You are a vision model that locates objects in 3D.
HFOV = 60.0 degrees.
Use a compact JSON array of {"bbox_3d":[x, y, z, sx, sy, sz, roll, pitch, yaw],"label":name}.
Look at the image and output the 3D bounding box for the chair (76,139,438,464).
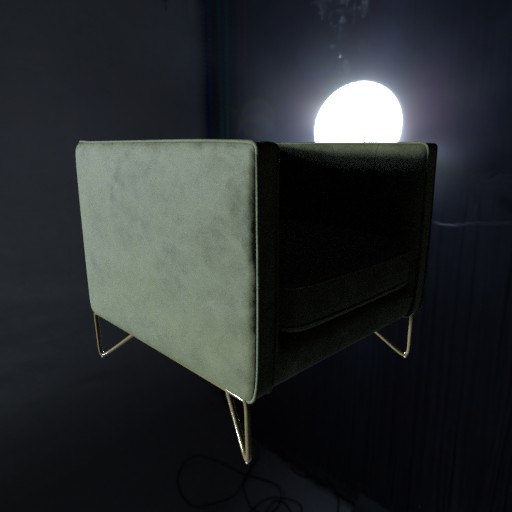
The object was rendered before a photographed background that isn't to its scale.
[{"bbox_3d":[0.000,0.000,1.563,0.880,0.790,0.894,-13,19,-43],"label":"chair"}]
